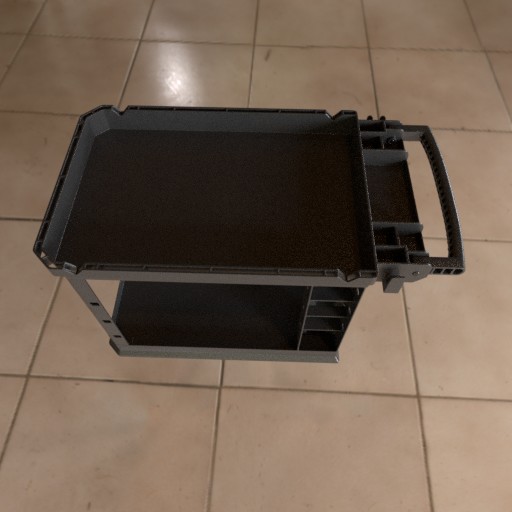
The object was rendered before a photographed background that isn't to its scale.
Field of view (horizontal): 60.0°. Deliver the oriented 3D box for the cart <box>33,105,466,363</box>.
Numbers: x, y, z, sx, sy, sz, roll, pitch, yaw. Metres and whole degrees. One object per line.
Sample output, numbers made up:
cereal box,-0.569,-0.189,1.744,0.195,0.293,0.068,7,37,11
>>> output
cart,0.000,0.000,1.753,1.239,0.884,0.674,2,58,1
